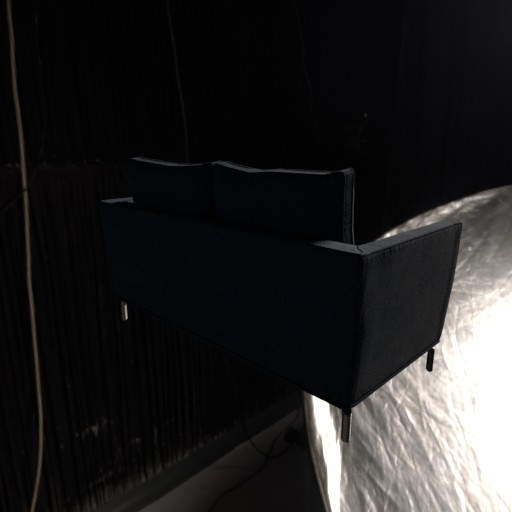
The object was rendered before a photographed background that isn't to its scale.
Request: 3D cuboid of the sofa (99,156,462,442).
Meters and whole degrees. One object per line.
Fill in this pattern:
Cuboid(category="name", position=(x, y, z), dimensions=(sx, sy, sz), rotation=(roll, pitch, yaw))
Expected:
Cuboid(category="sofa", position=(0.000, 0.000, 2.340), dimensions=(1.770, 1.002, 0.853), rotation=(14, 21, 43))
